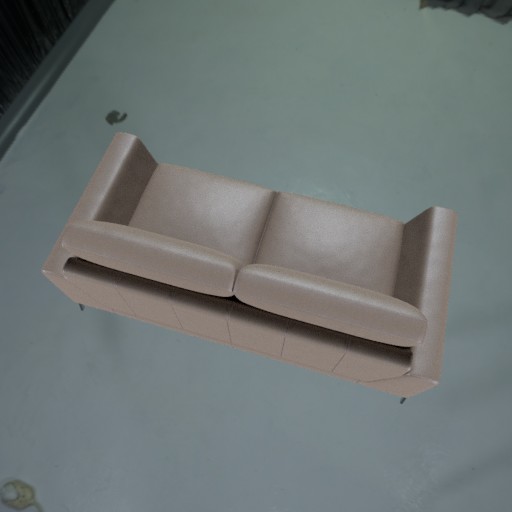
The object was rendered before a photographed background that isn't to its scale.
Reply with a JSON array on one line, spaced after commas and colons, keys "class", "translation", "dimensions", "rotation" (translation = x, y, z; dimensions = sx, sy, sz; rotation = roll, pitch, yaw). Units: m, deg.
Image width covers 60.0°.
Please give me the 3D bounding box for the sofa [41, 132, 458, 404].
[{"class": "sofa", "translation": [0.000, 0.000, 2.458], "dimensions": [2.017, 0.875, 0.953], "rotation": [15, 65, 7]}]
